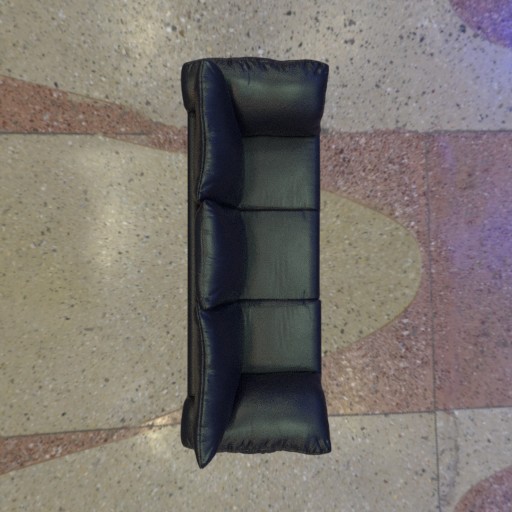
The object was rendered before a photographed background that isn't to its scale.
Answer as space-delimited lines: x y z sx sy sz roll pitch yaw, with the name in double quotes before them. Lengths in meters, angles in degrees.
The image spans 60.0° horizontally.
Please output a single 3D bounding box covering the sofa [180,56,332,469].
"sofa" 0.000 0.000 2.808 0.880 1.073 2.336 0 89 -1
